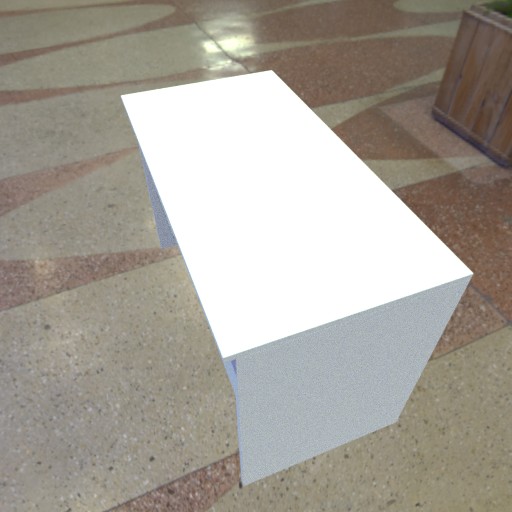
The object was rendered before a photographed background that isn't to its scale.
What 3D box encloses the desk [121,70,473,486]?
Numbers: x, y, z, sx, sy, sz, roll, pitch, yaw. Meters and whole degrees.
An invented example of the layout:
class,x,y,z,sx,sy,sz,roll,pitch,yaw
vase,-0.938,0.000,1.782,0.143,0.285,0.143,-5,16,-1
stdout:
class,x,y,z,sx,sy,sz,roll,pitch,yaw
desk,0.000,0.000,1.486,0.560,0.730,1.100,-16,48,-15
